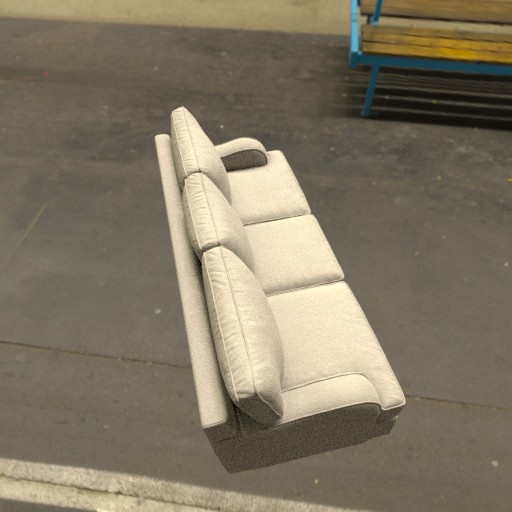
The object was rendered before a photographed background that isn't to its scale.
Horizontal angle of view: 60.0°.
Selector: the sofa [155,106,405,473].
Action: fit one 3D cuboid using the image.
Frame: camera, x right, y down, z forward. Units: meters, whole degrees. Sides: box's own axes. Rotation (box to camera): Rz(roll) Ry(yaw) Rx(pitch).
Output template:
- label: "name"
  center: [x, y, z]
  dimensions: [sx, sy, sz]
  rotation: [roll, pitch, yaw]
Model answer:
- label: "sofa"
  center: [0.000, 0.000, 2.851]
  dimensions: [1.016, 0.991, 2.323]
  rotation: [-10, 48, -9]
